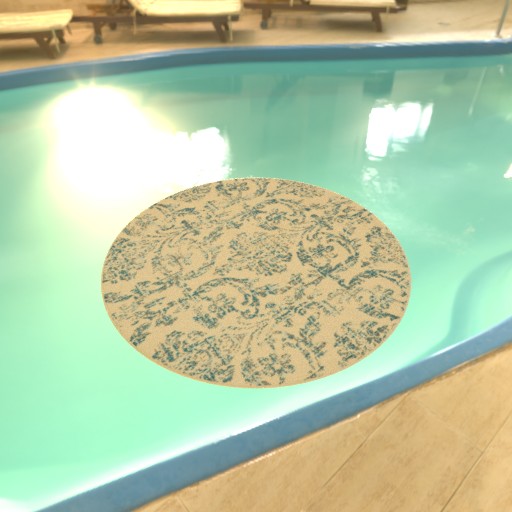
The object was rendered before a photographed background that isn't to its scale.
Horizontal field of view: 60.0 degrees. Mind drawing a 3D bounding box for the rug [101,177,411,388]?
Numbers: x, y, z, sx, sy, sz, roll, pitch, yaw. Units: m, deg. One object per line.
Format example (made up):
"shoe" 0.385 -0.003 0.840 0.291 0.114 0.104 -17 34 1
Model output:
"rug" 0.000 0.000 2.351 1.593 0.012 1.593 0 41 0
